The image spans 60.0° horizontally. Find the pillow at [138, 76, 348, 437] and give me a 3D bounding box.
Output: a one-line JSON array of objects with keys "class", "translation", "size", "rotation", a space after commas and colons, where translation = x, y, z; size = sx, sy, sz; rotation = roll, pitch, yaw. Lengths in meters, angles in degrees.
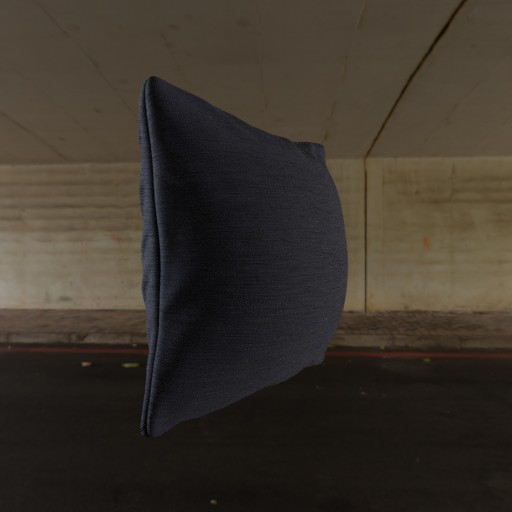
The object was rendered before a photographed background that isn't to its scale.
[{"class": "pillow", "translation": [0.000, 0.000, 0.672], "size": [0.246, 0.414, 0.432], "rotation": [1, 1, 35]}]
